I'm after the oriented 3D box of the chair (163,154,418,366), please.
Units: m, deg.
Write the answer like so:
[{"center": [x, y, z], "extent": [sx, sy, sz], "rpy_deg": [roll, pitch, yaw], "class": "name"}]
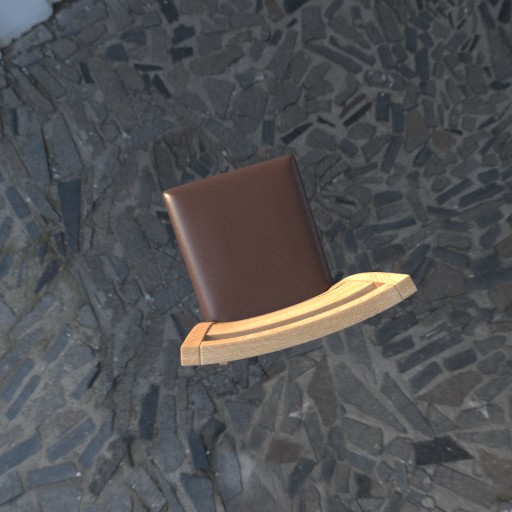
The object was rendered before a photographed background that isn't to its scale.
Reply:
[{"center": [0.000, 0.000, 1.218], "extent": [0.420, 0.940, 0.545], "rpy_deg": [-17, 76, -4], "class": "chair"}]
